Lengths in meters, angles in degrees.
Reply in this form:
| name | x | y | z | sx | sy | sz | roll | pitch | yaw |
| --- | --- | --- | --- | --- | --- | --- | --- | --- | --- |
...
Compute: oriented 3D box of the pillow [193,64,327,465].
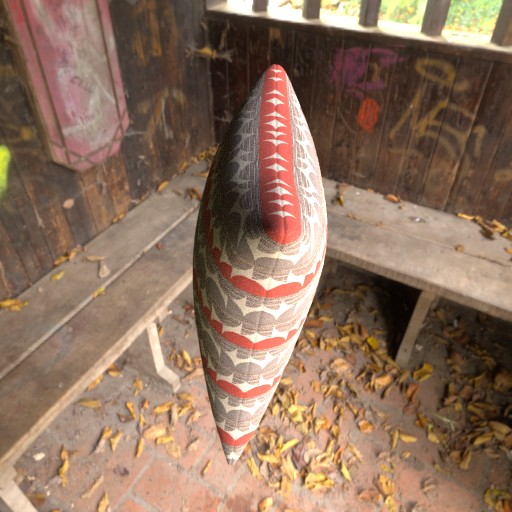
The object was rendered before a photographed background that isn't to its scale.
| name | x | y | z | sx | sy | sz | roll | pitch | yaw |
| --- | --- | --- | --- | --- | --- | --- | --- | --- | --- |
| pillow | 0.000 | 0.000 | 0.639 | 0.180 | 0.410 | 0.420 | 1 | 41 | 1 |
